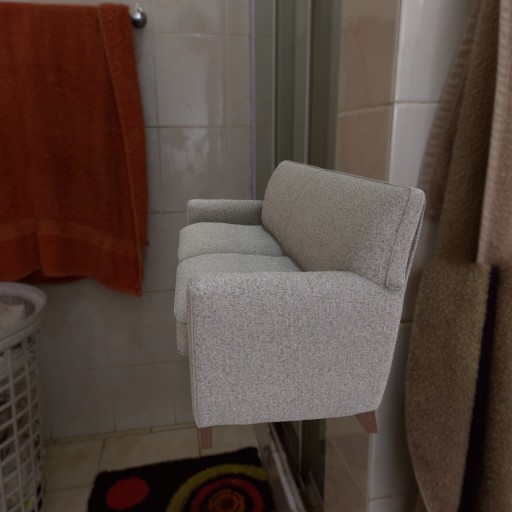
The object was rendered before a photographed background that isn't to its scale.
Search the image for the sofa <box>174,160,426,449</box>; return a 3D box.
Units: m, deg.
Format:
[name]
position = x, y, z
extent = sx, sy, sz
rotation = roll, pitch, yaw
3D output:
[sofa]
position = 0.000, 0.000, 2.441
extent = 0.854, 0.942, 2.026
rotation = -2, 15, -8
